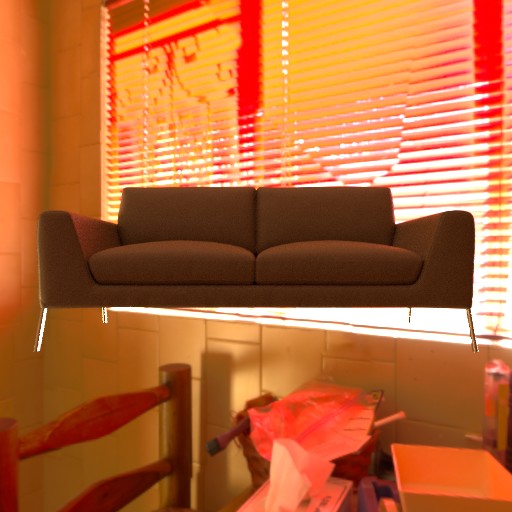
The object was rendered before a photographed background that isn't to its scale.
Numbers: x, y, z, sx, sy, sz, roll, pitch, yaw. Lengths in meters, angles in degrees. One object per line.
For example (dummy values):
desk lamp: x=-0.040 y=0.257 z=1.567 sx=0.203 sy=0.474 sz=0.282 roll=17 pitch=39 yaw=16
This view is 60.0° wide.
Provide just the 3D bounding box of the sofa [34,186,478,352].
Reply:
sofa: x=0.000 y=0.000 z=2.470 sx=2.017 sy=0.875 sz=0.953 roll=0 pitch=0 yaw=0
